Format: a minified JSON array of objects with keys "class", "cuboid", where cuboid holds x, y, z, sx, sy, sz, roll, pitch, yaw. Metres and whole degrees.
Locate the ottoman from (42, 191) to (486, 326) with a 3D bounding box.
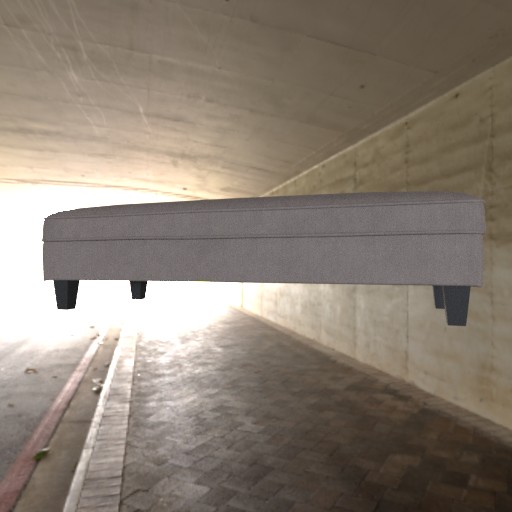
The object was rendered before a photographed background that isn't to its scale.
[{"class":"ottoman","cuboid":[0.000,0.000,1.988,1.764,0.470,0.751,0,-1,18]}]
